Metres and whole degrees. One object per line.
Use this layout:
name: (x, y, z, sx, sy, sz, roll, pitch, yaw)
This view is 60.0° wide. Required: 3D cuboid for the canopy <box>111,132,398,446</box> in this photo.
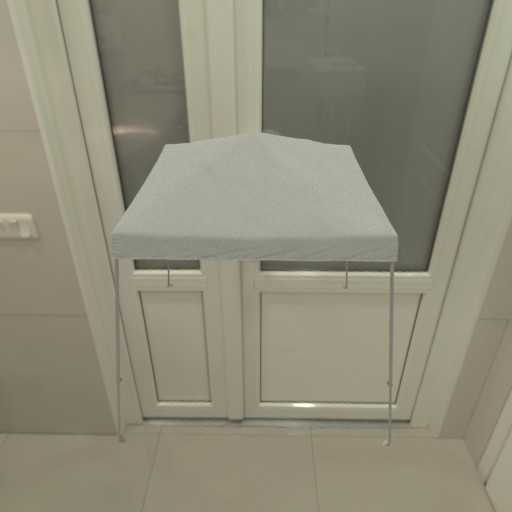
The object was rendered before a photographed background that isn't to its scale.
canopy: (0.000, 0.000, 5.076, 2.848, 2.849, 2.849, 0, 32, 1)
